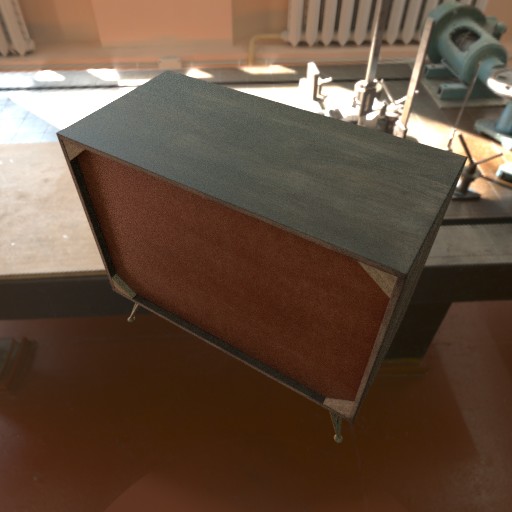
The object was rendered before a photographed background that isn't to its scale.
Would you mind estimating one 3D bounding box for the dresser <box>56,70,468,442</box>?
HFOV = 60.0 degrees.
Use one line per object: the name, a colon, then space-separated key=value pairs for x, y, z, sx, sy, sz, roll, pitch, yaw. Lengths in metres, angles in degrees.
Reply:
dresser: x=0.000 y=0.000 z=1.387 sx=0.923 sy=0.801 sz=0.453 roll=24 pitch=51 yaw=21
